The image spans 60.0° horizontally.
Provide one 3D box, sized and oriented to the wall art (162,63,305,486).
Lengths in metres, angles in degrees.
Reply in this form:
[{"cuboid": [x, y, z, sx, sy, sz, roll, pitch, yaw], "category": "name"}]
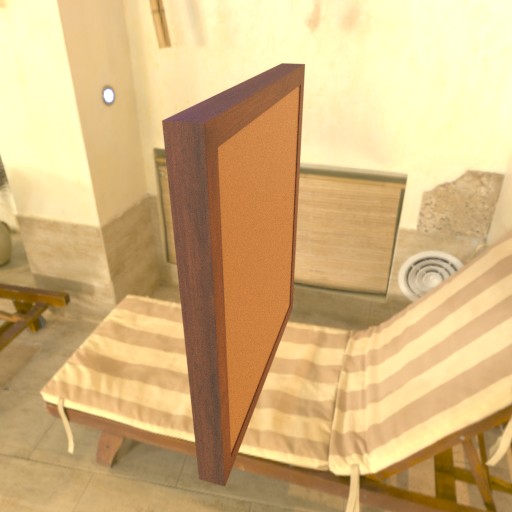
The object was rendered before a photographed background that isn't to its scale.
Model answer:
[{"cuboid": [0.000, 0.000, 0.519, 0.030, 0.381, 0.330, 8, 31, 14], "category": "wall art"}]
